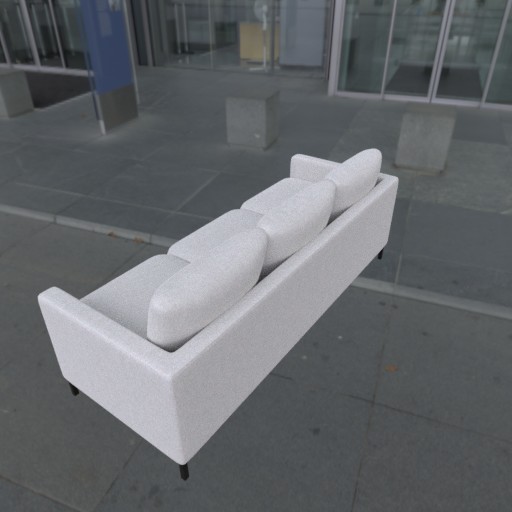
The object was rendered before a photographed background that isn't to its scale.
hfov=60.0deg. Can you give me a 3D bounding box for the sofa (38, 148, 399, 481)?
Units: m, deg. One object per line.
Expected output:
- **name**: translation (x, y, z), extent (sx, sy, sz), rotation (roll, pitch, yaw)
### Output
- **sofa**: translation (0.000, 0.000, 2.627), extent (0.859, 0.874, 2.218), rotation (21, 38, 29)
